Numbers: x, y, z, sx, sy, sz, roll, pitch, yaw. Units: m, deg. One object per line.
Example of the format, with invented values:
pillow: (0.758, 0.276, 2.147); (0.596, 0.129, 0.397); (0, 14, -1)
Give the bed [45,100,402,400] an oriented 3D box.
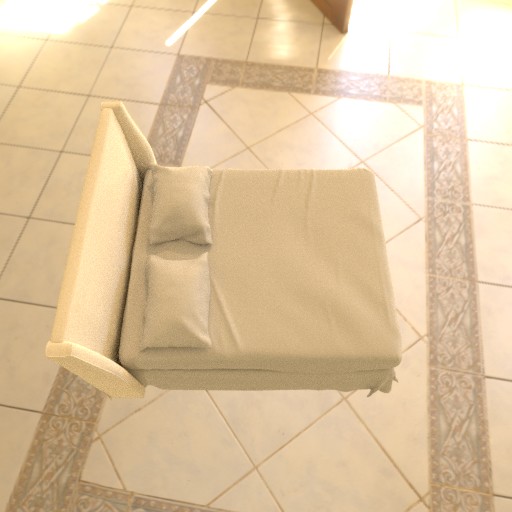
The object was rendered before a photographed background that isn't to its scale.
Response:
bed: (0.000, 0.000, 3.366); (2.276, 1.332, 1.925); (0, 62, 0)
